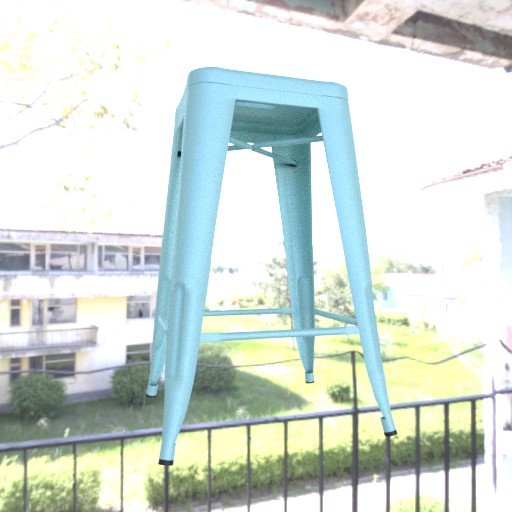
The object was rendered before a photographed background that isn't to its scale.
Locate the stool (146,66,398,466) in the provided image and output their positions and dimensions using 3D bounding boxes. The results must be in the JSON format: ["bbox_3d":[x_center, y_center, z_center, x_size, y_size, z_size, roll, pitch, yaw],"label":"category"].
[{"bbox_3d":[0.000,0.000,0.859,0.399,0.609,0.359,0,-1,-17],"label":"stool"}]
